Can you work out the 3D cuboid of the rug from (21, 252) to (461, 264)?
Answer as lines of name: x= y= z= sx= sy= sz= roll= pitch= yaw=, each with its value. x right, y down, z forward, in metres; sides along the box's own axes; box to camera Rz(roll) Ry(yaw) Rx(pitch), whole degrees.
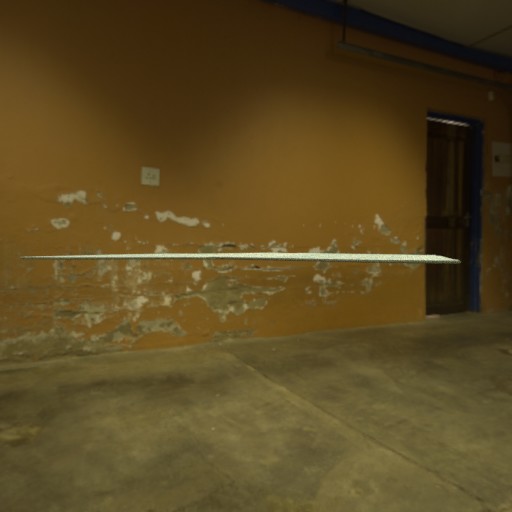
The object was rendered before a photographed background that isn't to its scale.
rug: x=0.000 y=0.000 z=2.919 sx=2.306 sy=0.030 sz=1.613 roll=0 pitch=1 yaw=19
